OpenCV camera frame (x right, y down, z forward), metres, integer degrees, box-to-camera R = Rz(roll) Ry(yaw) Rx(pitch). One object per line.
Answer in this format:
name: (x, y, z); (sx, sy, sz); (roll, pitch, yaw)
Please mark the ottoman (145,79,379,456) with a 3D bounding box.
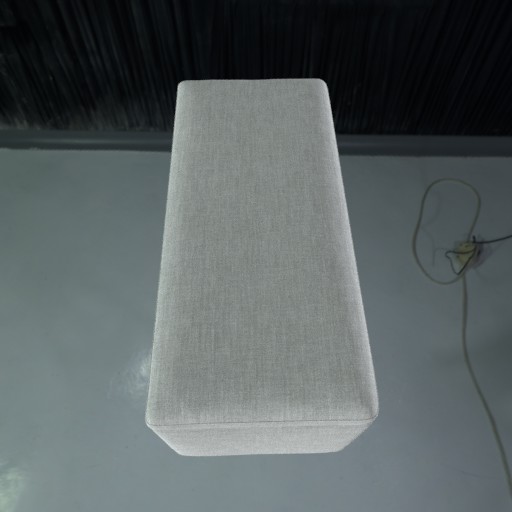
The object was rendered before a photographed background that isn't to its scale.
ottoman: (0.000, 0.000, 1.127); (0.419, 0.432, 0.902); (-1, 59, -1)
